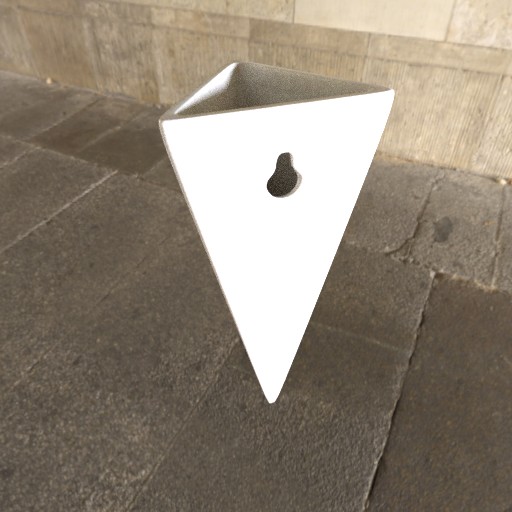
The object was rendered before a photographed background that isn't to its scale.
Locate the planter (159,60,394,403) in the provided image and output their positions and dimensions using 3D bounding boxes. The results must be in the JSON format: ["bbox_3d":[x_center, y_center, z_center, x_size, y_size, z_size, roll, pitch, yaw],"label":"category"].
[{"bbox_3d":[0.000,0.000,0.278,0.101,0.224,0.081,-12,43,-13],"label":"planter"}]
